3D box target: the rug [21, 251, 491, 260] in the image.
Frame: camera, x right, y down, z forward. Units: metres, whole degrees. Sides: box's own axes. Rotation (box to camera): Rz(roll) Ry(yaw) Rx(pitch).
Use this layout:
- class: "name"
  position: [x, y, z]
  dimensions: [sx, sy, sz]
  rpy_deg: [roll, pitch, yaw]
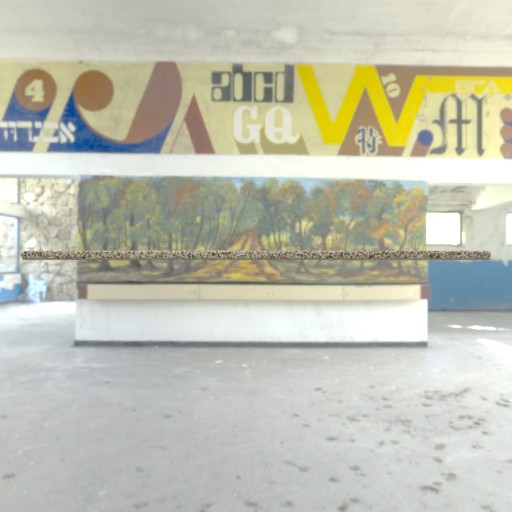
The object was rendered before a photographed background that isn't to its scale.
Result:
- class: "rug"
  position: [0.000, 0.000, 1.730]
  dimensions: [1.524, 0.030, 0.609]
  rpy_deg: [0, 0, 0]
